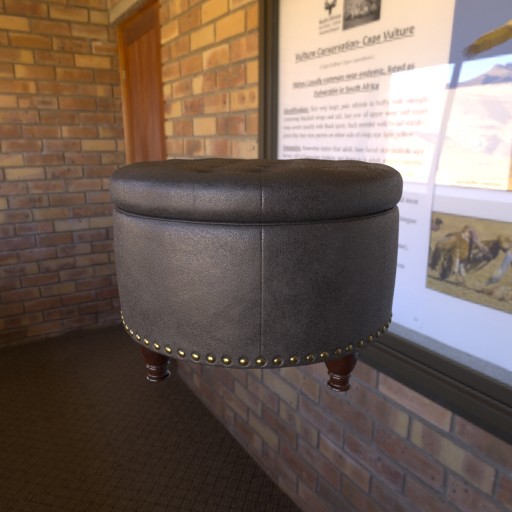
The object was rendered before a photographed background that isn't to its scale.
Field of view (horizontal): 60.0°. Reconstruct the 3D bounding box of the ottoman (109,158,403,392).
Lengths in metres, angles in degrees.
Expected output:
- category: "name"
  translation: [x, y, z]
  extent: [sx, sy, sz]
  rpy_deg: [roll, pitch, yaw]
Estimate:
- category: "ottoman"
  translation: [0.000, 0.000, 1.050]
  extent: [0.637, 0.442, 0.637]
  rpy_deg: [0, 14, 0]
